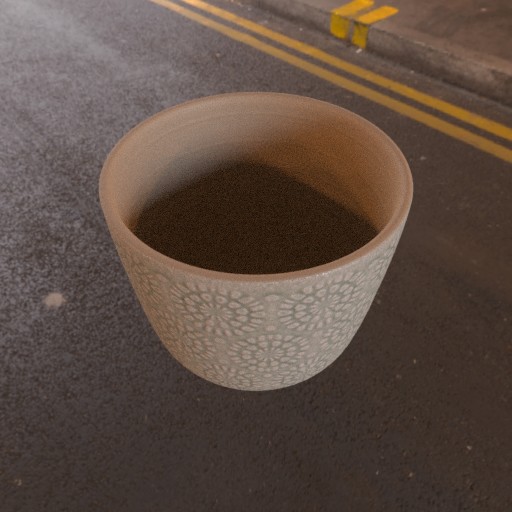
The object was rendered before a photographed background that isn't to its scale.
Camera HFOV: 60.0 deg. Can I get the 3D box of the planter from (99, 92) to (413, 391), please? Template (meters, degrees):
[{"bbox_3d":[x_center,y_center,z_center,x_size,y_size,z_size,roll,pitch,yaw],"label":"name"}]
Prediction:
[{"bbox_3d":[0.000,0.000,0.218,0.124,0.109,0.124,0,47,0],"label":"planter"}]
